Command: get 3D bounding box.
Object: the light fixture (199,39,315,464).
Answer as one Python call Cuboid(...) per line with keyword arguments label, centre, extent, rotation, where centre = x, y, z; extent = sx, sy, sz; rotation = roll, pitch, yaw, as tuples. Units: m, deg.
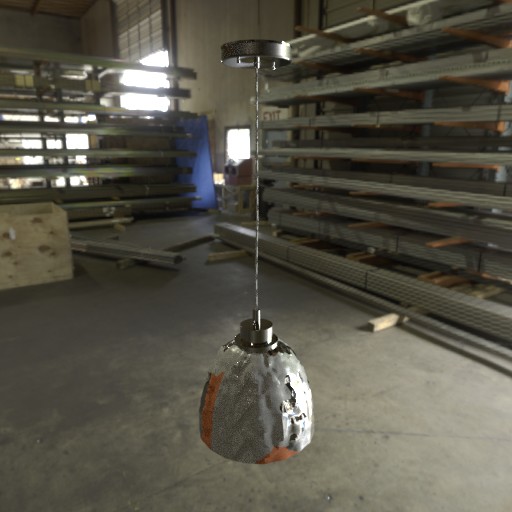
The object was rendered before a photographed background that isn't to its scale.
Cuboid(label="light fixture", centre=(0.000, 0.000, 1.744), extent=(0.500, 1.511, 0.496), rotation=(13, 19, 42))
